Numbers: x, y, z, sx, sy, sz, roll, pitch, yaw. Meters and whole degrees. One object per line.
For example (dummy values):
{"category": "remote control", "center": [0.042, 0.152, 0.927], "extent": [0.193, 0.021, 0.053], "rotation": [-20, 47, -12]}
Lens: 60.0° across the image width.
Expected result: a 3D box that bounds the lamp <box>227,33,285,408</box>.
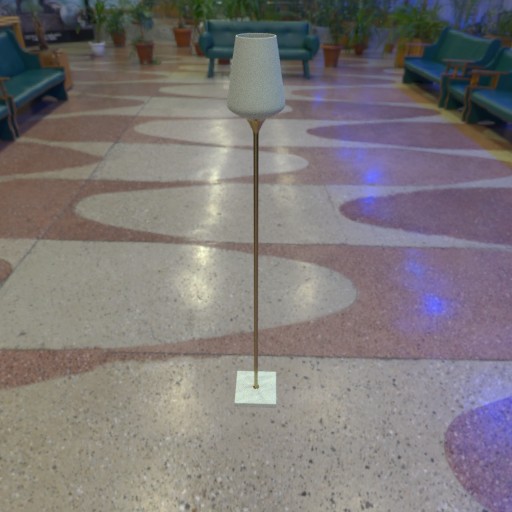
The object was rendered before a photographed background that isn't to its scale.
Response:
{"category": "lamp", "center": [0.000, 0.000, 2.025], "extent": [0.229, 1.813, 0.232], "rotation": [1, 33, 2]}
